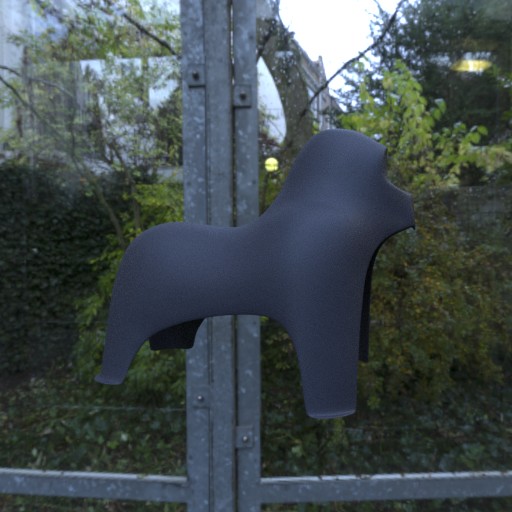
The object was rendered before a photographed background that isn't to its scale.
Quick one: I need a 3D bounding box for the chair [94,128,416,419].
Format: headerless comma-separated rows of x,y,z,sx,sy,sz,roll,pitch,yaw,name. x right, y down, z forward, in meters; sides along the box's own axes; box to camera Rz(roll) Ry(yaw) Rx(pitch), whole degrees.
0.000,0.000,1.121,0.758,0.600,0.490,0,2,18,chair
